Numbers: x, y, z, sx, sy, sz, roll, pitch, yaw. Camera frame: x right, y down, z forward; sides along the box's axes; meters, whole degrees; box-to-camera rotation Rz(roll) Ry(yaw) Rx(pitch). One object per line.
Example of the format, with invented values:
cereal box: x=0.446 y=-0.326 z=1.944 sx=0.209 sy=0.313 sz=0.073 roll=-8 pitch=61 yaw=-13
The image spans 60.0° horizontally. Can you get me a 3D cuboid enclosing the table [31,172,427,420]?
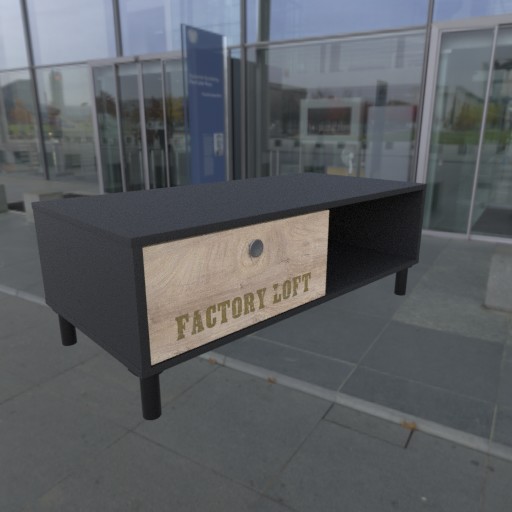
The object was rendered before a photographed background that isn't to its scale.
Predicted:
table: x=0.000 y=0.000 z=1.379 sx=1.100 sy=0.400 sz=0.550 roll=-15 pitch=22 yaw=-41
